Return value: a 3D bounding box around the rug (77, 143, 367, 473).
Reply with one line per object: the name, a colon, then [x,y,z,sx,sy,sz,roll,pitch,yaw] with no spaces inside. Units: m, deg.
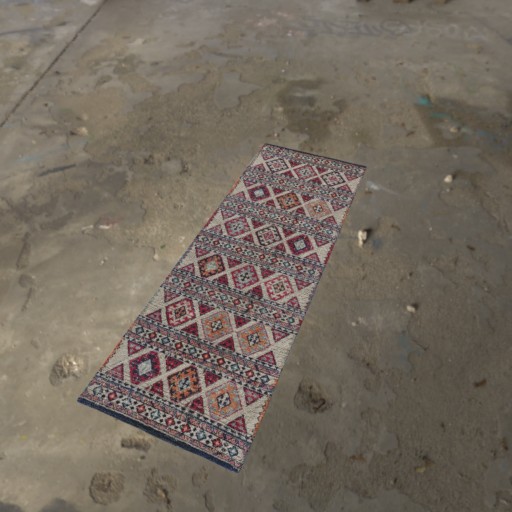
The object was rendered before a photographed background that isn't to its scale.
rug: [0.000,0.000,2.697,0.832,0.008,2.362,17,49,15]
